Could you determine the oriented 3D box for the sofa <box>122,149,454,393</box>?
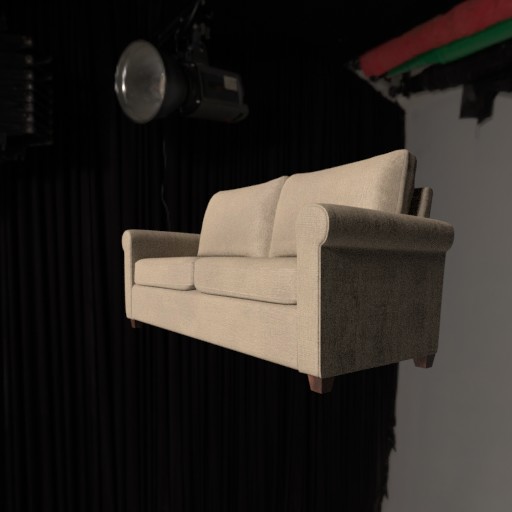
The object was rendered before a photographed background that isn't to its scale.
[{"bbox_3d":[0.000,0.000,2.445,0.842,0.942,1.935,0,0,-36],"label":"sofa"}]
